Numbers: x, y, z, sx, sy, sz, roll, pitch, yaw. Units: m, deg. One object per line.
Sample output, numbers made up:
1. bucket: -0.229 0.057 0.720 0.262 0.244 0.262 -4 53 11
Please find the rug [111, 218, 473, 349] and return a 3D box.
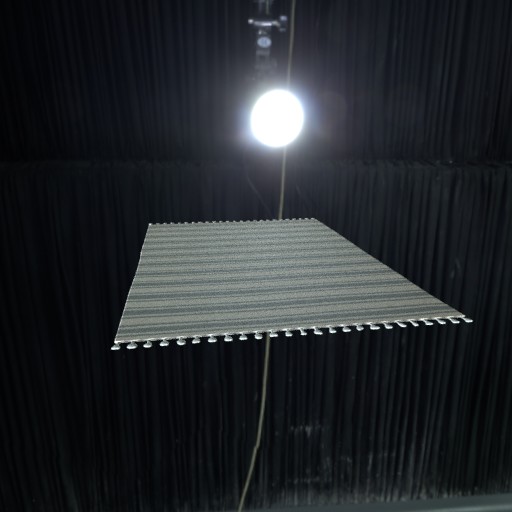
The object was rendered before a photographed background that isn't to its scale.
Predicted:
1. rug: 0.000 0.000 2.966 1.539 0.011 2.410 -3 16 -9
